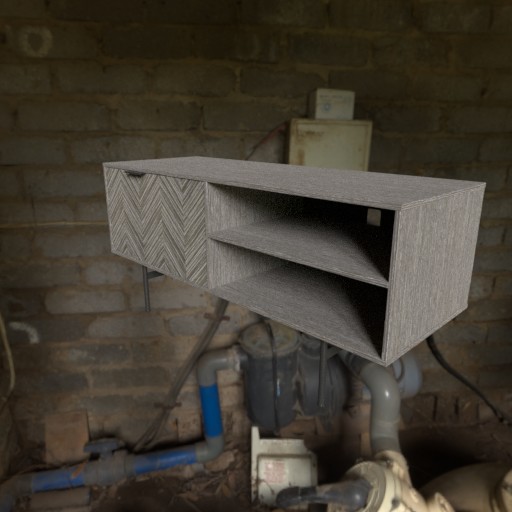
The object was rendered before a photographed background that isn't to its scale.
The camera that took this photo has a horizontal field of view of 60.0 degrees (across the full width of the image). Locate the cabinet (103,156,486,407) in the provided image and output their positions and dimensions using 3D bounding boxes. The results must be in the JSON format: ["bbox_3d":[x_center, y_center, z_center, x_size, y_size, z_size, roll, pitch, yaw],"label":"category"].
[{"bbox_3d":[0.000,0.000,1.584,0.500,0.599,1.300,-16,23,-42],"label":"cabinet"}]
